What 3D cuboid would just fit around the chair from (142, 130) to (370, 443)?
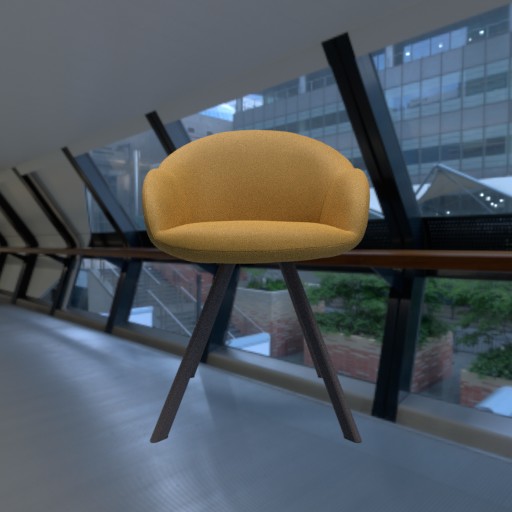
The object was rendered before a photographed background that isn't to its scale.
[{"bbox_3d":[0.000,0.000,1.181,0.551,0.793,0.583,0,3,0],"label":"chair"}]
